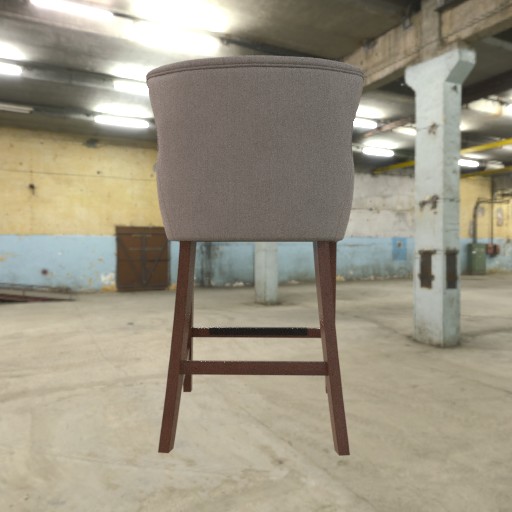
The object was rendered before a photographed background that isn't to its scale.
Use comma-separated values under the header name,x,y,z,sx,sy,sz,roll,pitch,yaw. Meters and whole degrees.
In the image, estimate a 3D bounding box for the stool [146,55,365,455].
name,x,y,z,sx,sy,sz,roll,pitch,yaw
stool,0.000,0.000,1.276,0.575,0.951,0.575,0,0,2
